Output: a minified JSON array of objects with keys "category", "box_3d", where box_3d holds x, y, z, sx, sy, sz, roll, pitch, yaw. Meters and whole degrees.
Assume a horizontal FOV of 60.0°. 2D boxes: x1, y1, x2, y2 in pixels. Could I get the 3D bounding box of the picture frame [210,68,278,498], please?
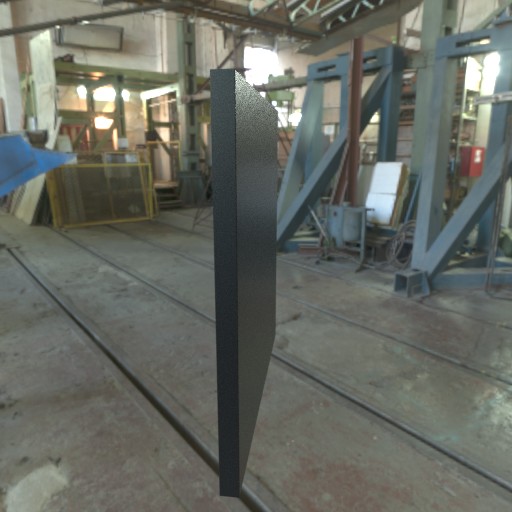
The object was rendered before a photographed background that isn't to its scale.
[{"category":"picture frame","box_3d":[0.000,0.000,0.822,0.029,0.557,0.559,2,14,7]}]
